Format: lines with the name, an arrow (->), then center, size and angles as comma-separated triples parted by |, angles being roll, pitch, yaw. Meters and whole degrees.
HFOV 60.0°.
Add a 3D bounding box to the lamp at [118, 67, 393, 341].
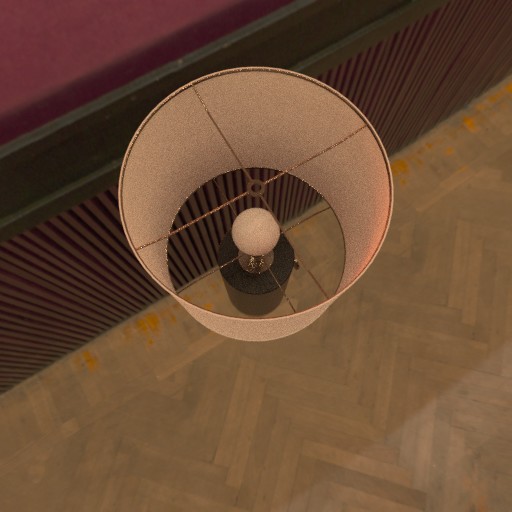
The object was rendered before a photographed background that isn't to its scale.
lamp -> 0.000, 0.000, 0.621 | 0.240, 0.482, 0.241 | -30, 77, -8
